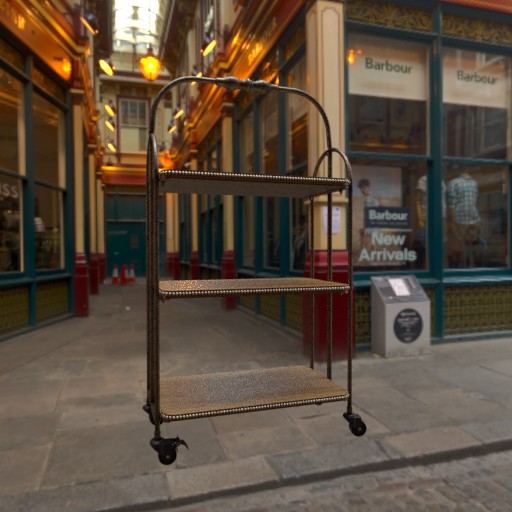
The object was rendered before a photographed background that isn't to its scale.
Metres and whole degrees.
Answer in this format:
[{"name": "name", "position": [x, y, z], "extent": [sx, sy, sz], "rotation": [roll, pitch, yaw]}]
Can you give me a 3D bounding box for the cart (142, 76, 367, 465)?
[{"name": "cart", "position": [0.000, 0.000, 1.333], "extent": [0.650, 1.052, 0.330], "rotation": [0, 1, -18]}]
